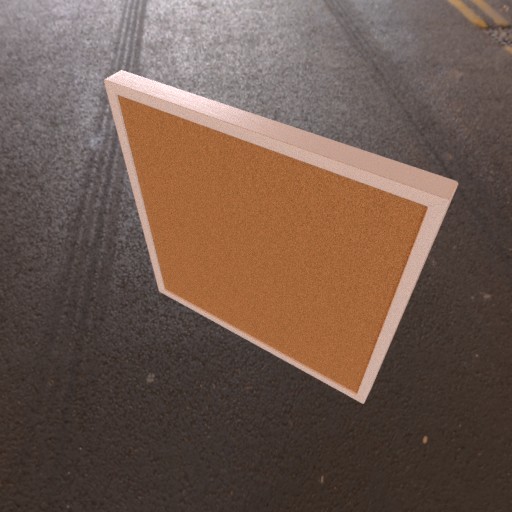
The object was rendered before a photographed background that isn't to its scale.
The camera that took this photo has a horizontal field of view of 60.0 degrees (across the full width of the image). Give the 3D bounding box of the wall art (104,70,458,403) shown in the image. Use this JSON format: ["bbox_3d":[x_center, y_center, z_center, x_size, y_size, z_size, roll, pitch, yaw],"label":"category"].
[{"bbox_3d":[0.000,0.000,0.758,0.508,0.508,0.038,25,52,21],"label":"wall art"}]
